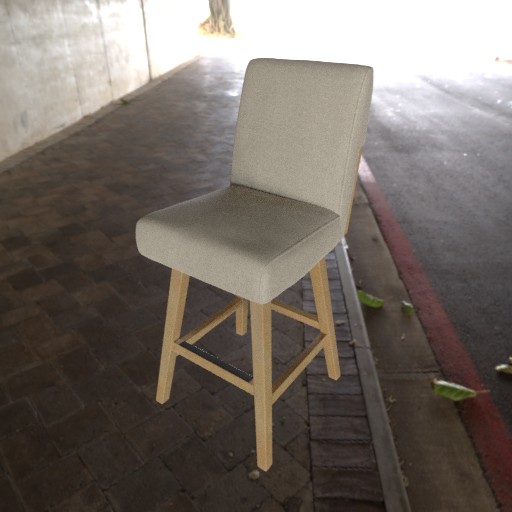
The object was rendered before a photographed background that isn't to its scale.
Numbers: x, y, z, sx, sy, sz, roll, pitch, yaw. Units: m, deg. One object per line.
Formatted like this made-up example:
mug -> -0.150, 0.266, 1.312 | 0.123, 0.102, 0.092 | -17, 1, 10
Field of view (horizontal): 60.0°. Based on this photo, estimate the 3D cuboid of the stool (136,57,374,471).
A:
stool -> 0.000, 0.000, 1.293 | 0.446, 1.015, 0.543 | 19, 34, 31
